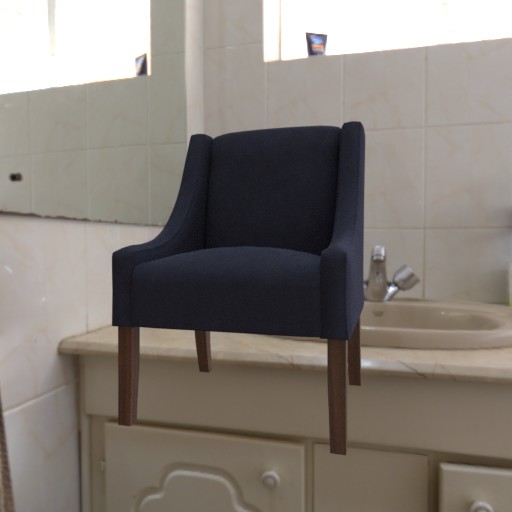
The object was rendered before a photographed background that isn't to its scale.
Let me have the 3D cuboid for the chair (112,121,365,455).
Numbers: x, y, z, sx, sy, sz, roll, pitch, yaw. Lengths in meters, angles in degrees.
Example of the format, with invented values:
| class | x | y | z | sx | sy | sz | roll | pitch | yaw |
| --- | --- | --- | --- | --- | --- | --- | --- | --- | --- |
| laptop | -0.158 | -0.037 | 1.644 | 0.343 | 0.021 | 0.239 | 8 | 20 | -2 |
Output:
| class | x | y | z | sx | sy | sz | roll | pitch | yaw |
| --- | --- | --- | --- | --- | --- | --- | --- | --- | --- |
| chair | 0.000 | 0.000 | 1.362 | 0.629 | 0.895 | 0.629 | 0 | 1 | 17 |
